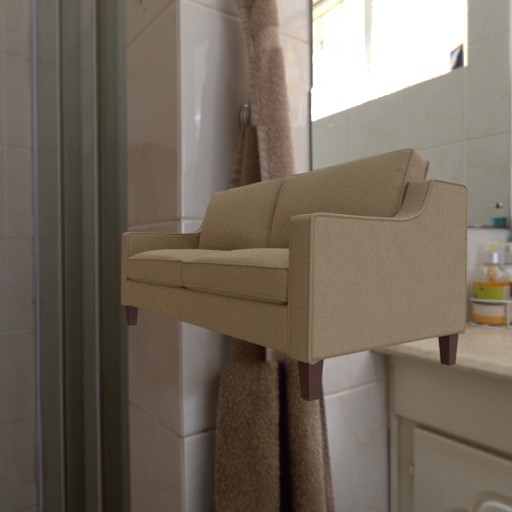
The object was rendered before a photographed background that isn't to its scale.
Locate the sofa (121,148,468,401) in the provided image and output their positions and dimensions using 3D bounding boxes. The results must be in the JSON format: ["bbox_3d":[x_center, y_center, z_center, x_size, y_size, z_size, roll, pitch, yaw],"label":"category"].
[{"bbox_3d":[0.000,0.000,2.796,1.066,1.071,2.178,0,1,-35],"label":"sofa"}]
